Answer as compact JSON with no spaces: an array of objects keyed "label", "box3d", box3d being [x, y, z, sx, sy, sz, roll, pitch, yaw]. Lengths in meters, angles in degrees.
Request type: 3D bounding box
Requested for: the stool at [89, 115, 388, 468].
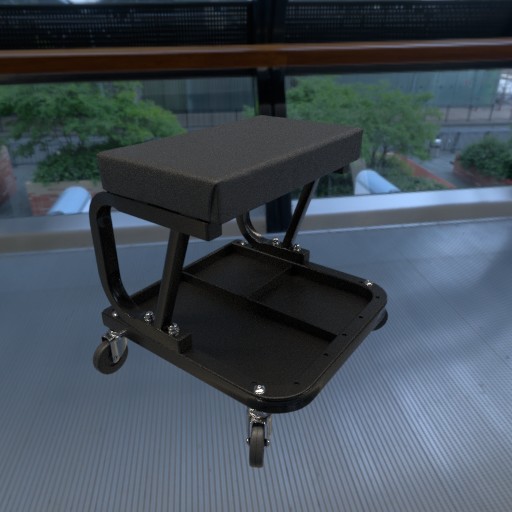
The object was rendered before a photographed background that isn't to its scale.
[{"label":"stool","box3d":[0.000,0.000,0.727,0.371,0.380,0.446,19,32,32]}]
